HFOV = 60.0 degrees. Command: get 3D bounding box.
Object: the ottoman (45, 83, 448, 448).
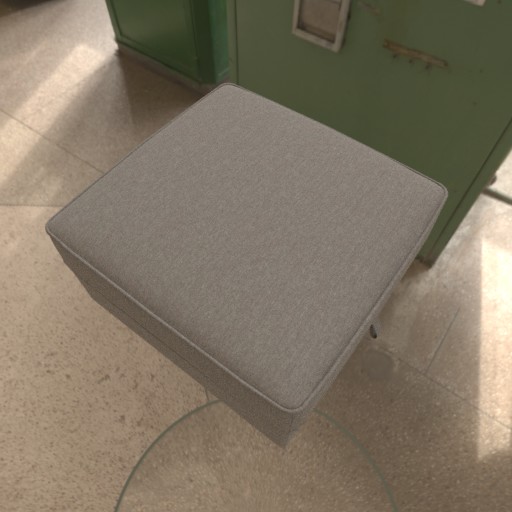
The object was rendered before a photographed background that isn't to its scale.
[{"bbox_3d":[0.000,0.000,1.391,0.871,0.612,0.808,32,63,19],"label":"ottoman"}]
